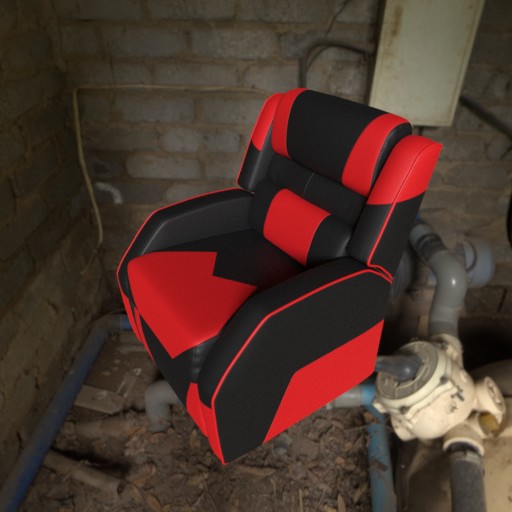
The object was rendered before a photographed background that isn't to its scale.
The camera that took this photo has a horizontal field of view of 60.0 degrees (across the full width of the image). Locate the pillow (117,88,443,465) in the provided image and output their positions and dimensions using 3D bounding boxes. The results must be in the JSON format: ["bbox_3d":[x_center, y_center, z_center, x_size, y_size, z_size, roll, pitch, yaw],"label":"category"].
[{"bbox_3d":[0.000,0.000,1.295,0.672,0.805,0.620,-21,38,-28],"label":"pillow"}]
